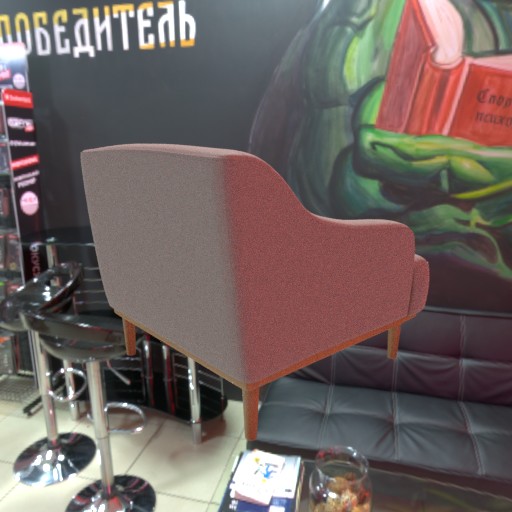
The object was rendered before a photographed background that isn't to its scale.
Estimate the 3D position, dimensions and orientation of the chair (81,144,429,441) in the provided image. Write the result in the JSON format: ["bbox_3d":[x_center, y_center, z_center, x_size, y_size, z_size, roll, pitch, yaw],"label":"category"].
[{"bbox_3d":[0.000,0.000,1.659,0.951,0.818,0.946,-13,20,-41],"label":"chair"}]
